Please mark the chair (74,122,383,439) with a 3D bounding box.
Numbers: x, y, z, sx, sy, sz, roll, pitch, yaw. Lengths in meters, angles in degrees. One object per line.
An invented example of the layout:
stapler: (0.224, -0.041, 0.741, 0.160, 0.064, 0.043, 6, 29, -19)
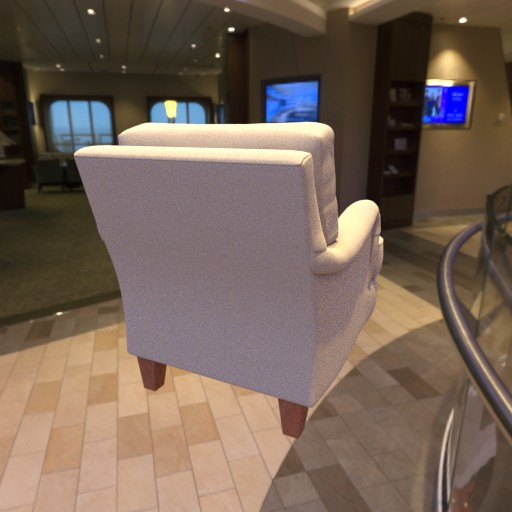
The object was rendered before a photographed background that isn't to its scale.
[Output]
chair: (0.000, 0.000, 1.873, 0.895, 1.076, 1.078, 8, 18, 26)
